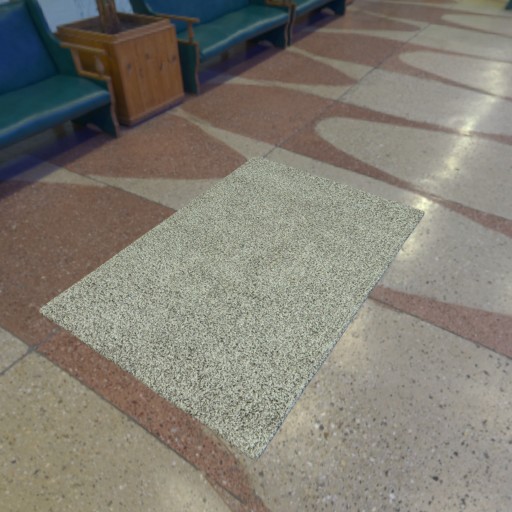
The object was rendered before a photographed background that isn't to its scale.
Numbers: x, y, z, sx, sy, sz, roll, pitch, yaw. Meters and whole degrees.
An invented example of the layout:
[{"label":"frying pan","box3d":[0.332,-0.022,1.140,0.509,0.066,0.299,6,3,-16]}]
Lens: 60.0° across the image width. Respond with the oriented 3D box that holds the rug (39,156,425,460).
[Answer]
[{"label":"rug","box3d":[0.000,0.000,2.336,1.219,0.030,1.778,24,46,25]}]
